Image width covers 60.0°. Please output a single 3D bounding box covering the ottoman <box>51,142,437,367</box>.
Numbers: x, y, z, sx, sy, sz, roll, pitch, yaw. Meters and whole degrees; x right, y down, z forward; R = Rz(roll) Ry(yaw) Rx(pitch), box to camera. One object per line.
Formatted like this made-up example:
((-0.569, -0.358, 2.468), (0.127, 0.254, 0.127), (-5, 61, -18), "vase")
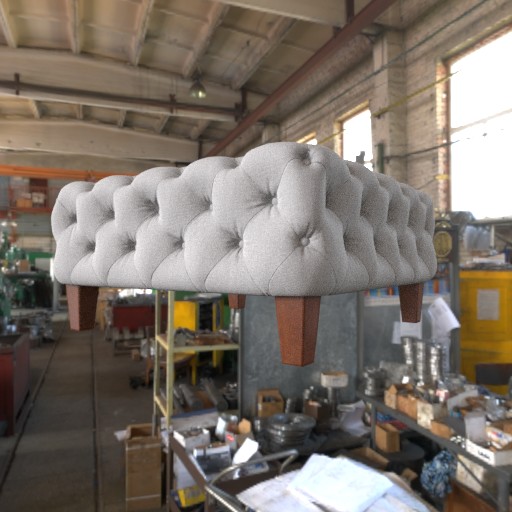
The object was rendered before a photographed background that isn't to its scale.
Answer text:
((0.000, 0.000, 1.167), (0.764, 0.365, 0.758), (0, -1, 36), "ottoman")
